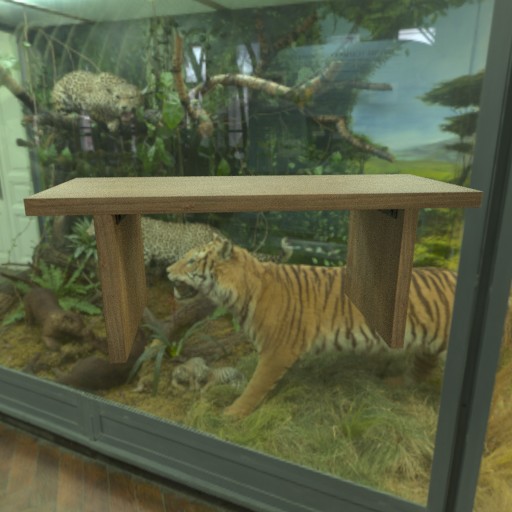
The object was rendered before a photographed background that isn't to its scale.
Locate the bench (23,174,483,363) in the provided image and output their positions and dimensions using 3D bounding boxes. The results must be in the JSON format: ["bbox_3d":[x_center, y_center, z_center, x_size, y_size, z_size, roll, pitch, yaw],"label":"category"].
[{"bbox_3d":[0.000,0.000,1.417,1.183,0.458,0.458,-2,16,-6],"label":"bench"}]
